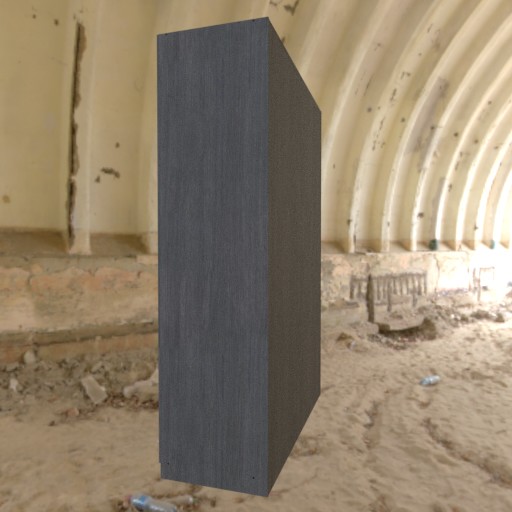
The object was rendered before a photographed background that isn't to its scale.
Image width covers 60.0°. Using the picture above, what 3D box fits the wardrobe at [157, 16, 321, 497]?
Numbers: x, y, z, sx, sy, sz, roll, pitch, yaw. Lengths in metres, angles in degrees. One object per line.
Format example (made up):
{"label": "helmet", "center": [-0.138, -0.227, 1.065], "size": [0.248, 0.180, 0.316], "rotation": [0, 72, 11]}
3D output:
{"label": "wardrobe", "center": [0.000, 0.000, 2.451], "size": [0.510, 1.910, 1.290], "rotation": [0, 1, 18]}
